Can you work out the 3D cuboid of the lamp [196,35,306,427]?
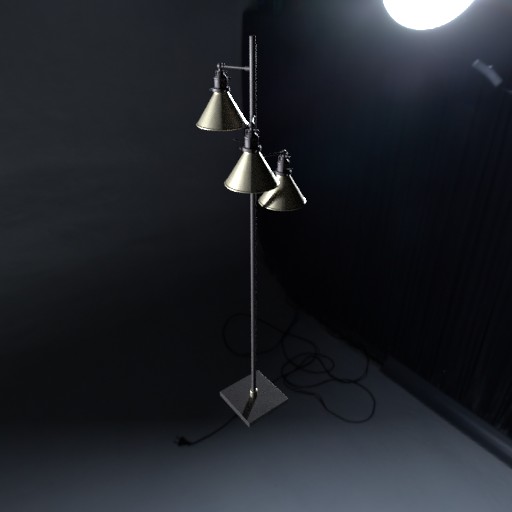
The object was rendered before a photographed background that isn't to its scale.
[{"bbox_3d":[0.000,0.000,1.917,0.415,1.716,0.428,-22,37,-32],"label":"lamp"}]
